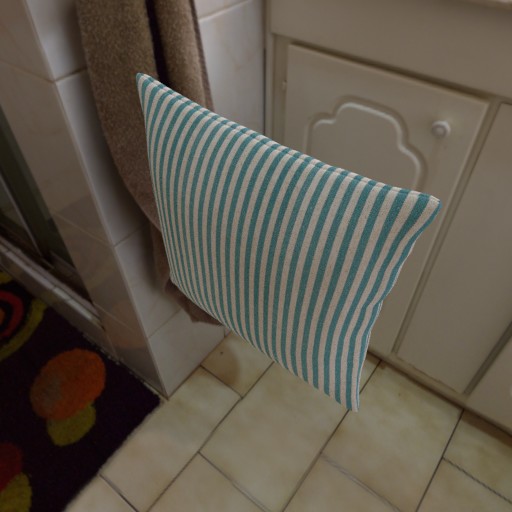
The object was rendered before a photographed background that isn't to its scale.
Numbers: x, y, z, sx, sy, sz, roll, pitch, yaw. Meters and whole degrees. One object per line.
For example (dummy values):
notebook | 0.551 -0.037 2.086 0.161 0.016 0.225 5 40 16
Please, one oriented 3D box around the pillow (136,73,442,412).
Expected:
pillow | 0.000 0.000 0.782 0.523 0.510 0.166 31 54 26
